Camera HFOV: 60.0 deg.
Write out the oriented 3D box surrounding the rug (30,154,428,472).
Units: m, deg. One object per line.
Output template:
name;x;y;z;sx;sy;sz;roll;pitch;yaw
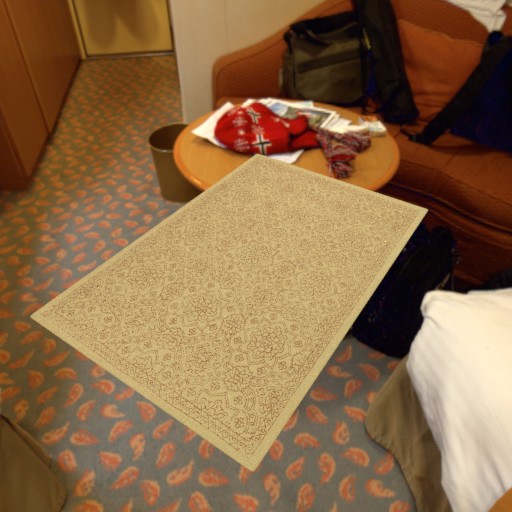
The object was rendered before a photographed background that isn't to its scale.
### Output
rug;0.000;0.000;2.303;1.219;0.010;1.829;24;46;25
